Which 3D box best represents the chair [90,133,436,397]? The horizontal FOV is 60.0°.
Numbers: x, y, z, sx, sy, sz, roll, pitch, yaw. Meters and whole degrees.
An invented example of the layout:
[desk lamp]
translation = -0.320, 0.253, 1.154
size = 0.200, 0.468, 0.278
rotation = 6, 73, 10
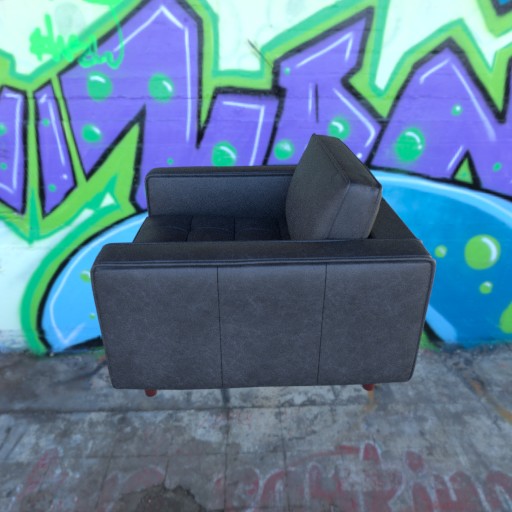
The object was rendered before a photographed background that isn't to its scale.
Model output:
[chair]
translation = 0.000, 0.000, 1.599
size = 0.914, 0.763, 0.889
rotation = -1, 27, -2
